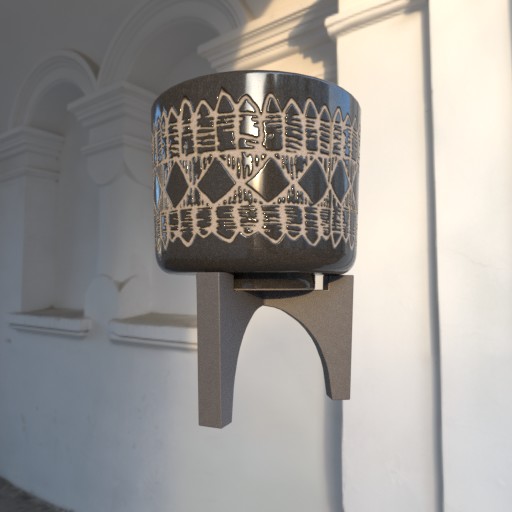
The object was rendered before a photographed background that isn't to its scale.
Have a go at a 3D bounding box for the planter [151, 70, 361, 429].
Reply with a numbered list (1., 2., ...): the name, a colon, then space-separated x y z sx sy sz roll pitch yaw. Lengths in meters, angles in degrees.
1. planter: 0.000 0.000 0.415 0.196 0.264 0.196 3 -5 -37
